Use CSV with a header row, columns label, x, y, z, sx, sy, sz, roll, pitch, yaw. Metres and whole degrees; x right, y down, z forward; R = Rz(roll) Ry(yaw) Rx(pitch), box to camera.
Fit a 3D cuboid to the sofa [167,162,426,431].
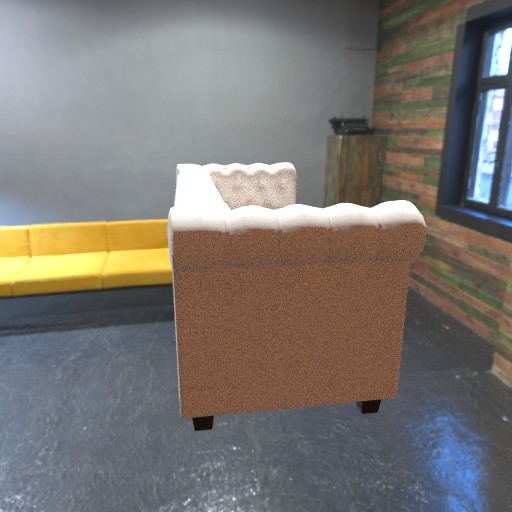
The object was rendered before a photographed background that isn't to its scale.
label,x,y,z,sx,sy,sz,roll,pitch,yaw
sofa,0.000,0.000,2.189,0.771,0.796,1.798,-3,16,-9
